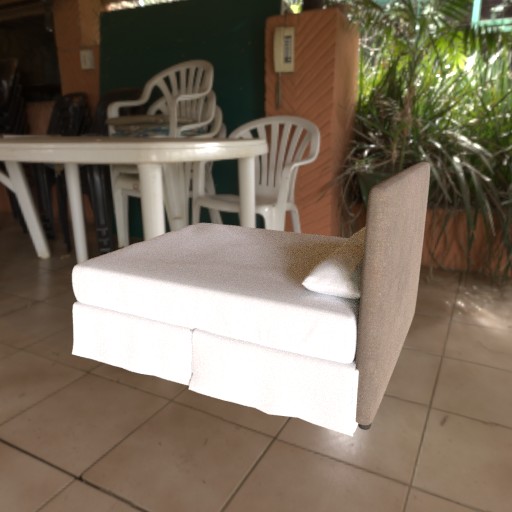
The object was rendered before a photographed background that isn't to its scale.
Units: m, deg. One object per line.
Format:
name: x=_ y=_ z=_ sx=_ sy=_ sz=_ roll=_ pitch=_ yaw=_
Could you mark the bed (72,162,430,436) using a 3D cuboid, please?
bed: x=0.000 y=0.000 z=3.258 sx=2.142 sy=1.330 sz=1.723 roll=8 pitch=18 yaw=25
